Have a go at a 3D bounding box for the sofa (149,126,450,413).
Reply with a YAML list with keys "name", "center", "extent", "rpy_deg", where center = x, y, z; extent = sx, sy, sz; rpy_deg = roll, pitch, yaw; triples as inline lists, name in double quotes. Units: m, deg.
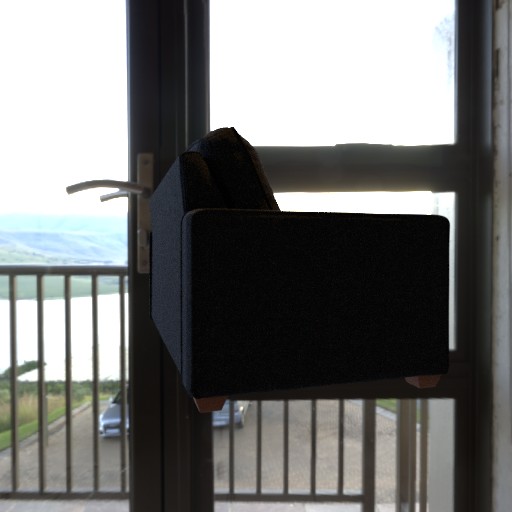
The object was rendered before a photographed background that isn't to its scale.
- name: "sofa"
  center: [0.000, 0.000, 2.222]
  extent: [0.947, 0.918, 1.709]
  rpy_deg: [0, 1, -17]
